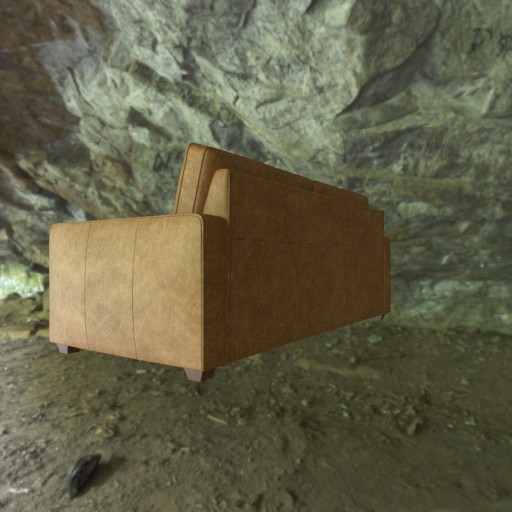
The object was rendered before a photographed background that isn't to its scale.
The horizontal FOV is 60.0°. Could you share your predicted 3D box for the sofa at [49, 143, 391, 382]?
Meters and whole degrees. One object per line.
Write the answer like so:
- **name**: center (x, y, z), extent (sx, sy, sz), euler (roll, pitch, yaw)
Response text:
- **sofa**: center (0.000, 0.000, 2.699), extent (0.991, 0.928, 2.156), euler (0, 0, 35)
